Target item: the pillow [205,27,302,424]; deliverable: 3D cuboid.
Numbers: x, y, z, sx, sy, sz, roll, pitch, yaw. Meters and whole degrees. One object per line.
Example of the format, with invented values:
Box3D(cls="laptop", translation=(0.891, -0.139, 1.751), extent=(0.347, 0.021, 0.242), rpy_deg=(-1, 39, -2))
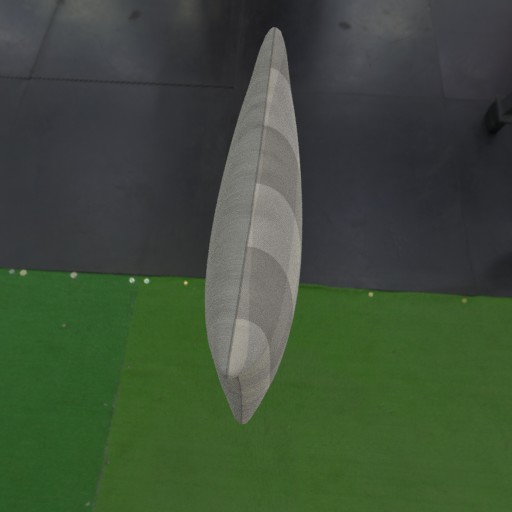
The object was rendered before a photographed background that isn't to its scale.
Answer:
Box3D(cls="pillow", translation=(0.000, 0.000, 0.770), extent=(0.161, 0.509, 0.511), rpy_deg=(6, 64, 3))
